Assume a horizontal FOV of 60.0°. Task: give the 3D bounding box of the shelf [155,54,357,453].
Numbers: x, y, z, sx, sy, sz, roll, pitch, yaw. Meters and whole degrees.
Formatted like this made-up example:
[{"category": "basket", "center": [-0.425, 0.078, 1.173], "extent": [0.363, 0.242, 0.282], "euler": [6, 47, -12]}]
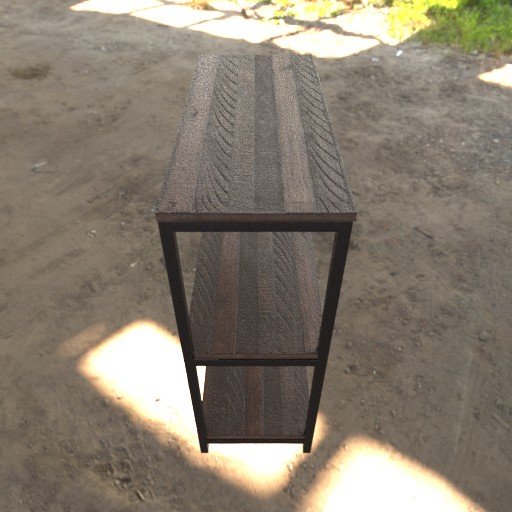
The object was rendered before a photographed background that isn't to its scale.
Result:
[{"category": "shelf", "center": [0.000, 0.000, 1.391], "extent": [0.352, 0.947, 0.822], "euler": [0, 42, 0]}]
